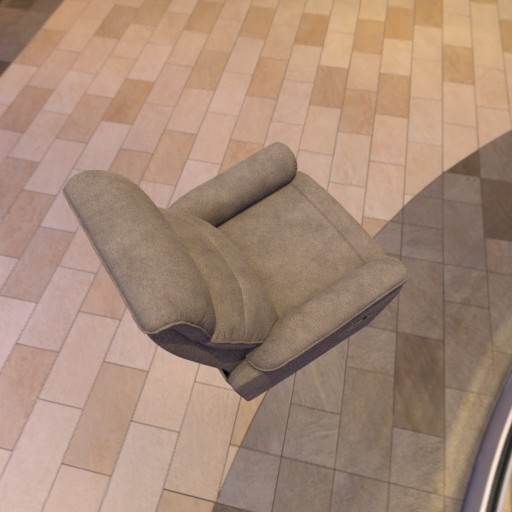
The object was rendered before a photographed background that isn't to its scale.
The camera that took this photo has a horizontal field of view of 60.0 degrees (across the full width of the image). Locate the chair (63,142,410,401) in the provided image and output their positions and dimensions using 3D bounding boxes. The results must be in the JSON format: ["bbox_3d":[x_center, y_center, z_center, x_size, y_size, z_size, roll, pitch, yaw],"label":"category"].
[{"bbox_3d":[0.000,0.000,1.706,1.009,1.036,0.830,-30,63,-17],"label":"chair"}]
